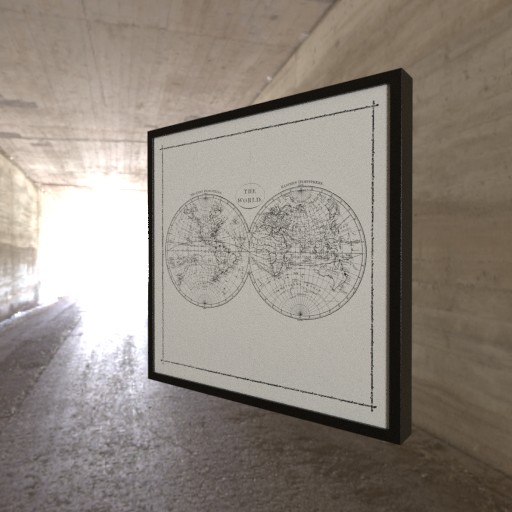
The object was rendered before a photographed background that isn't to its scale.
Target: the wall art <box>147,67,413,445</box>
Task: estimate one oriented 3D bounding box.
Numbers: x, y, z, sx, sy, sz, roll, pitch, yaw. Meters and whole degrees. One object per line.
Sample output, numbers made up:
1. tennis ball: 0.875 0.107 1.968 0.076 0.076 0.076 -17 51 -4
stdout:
1. wall art: 0.000 0.000 0.483 0.327 0.318 0.029 0 1 37
